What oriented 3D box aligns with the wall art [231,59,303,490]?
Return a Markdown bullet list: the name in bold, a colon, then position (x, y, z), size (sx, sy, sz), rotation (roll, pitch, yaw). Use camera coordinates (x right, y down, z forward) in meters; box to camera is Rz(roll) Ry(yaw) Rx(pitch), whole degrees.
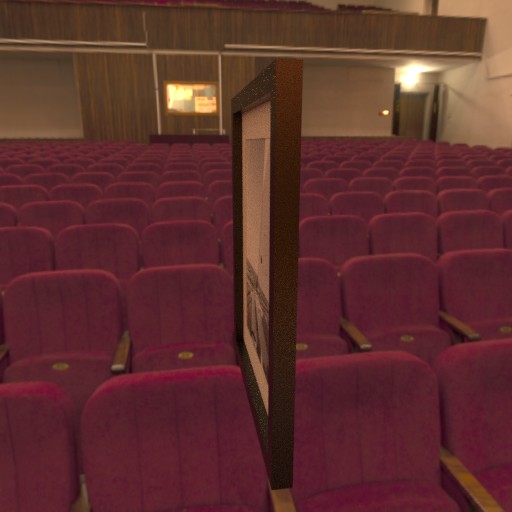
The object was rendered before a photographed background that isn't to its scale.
- **wall art**: position (0.000, 0.000, 0.773), size (0.031, 0.558, 0.461), rotation (-2, 14, -9)
